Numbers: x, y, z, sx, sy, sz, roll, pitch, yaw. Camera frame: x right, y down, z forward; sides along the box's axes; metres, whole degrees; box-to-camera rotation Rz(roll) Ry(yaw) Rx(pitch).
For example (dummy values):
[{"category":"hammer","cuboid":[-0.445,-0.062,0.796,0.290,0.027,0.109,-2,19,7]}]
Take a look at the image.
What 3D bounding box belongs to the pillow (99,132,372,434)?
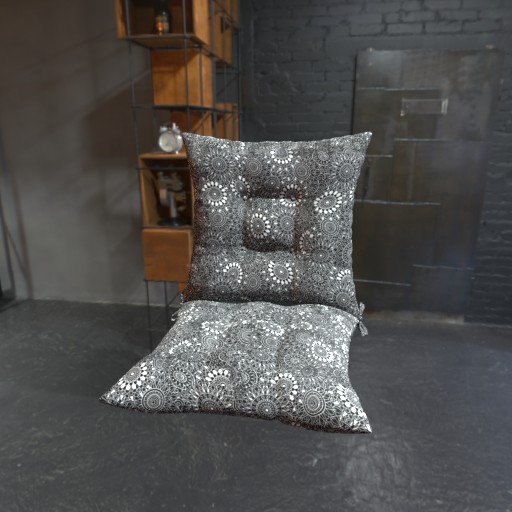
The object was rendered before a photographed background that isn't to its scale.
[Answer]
[{"category":"pillow","cuboid":[0.000,0.000,1.004,0.541,0.536,0.585,3,17,10]}]
